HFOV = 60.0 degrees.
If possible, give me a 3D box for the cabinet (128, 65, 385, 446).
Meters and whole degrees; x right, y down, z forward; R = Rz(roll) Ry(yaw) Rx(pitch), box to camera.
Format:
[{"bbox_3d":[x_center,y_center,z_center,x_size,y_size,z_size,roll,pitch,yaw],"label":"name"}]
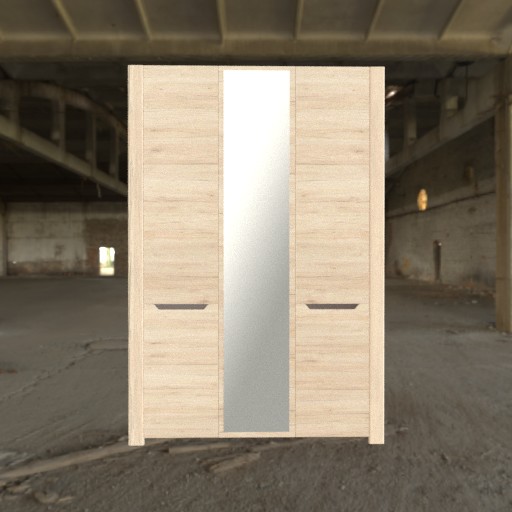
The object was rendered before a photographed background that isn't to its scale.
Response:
[{"bbox_3d":[0.000,0.000,2.703,1.400,2.070,0.580,0,0,-1],"label":"cabinet"}]
